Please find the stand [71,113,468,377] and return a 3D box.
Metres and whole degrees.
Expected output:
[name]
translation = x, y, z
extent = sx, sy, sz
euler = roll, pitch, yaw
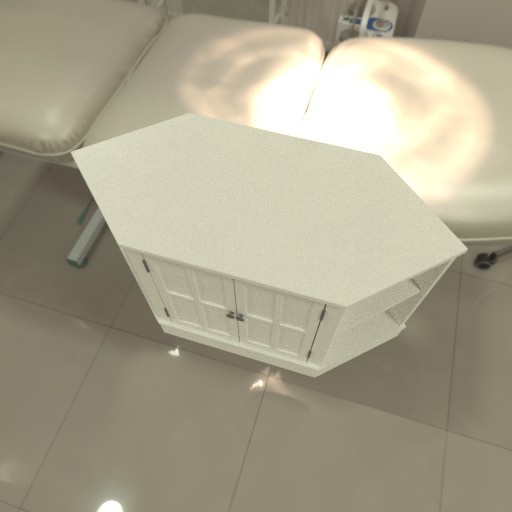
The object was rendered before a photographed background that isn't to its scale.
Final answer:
[stand]
translation = 0.000, 0.000, 1.412
extent = 1.072, 0.614, 0.477
euler = 15, 61, 8
